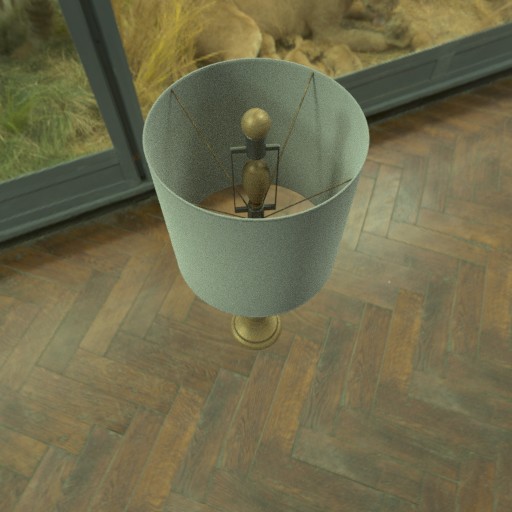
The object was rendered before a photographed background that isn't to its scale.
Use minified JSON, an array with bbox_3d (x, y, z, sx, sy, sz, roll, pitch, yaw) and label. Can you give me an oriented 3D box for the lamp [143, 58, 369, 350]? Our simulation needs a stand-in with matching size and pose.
[{"bbox_3d":[0.000,0.000,0.729,0.250,0.597,0.250,31,64,17],"label":"lamp"}]
